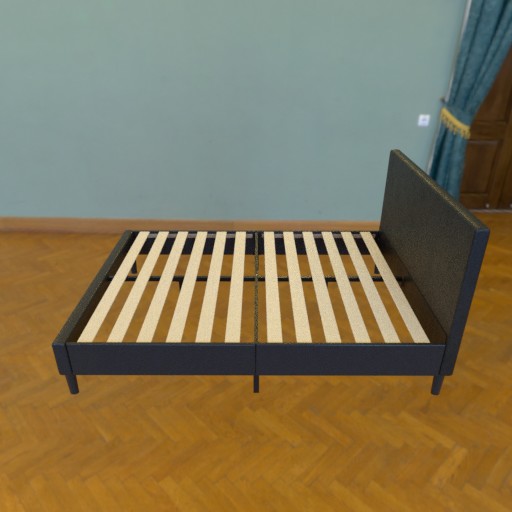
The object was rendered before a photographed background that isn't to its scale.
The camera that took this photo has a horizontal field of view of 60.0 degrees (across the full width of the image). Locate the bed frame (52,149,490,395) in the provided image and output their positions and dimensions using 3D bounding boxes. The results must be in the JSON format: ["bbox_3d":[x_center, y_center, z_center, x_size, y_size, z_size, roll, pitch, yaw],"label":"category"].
[{"bbox_3d":[0.000,0.000,2.910,2.152,1.046,1.469,0,27,0],"label":"bed frame"}]
